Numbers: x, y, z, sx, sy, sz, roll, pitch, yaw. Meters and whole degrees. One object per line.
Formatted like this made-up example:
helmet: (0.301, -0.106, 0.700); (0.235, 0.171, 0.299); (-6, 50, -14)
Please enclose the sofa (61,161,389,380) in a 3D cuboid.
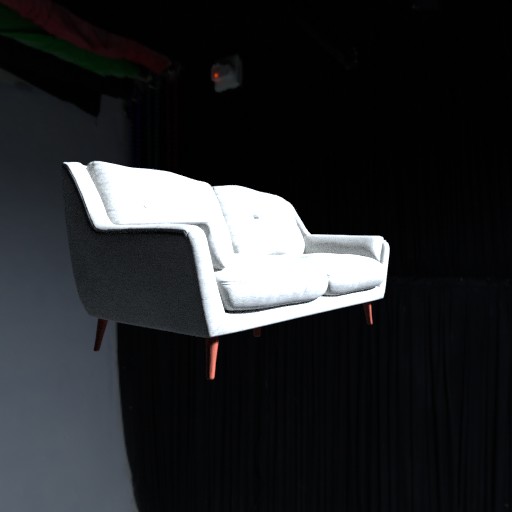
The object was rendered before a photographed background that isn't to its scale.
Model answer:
sofa: (0.000, 0.000, 2.479); (0.976, 0.897, 1.930); (0, 0, 36)
